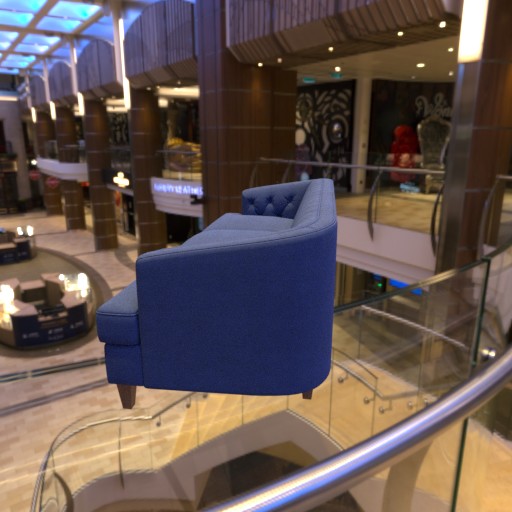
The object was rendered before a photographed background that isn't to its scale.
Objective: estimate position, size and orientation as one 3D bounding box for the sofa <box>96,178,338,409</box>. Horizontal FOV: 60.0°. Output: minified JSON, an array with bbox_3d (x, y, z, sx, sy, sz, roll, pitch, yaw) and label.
[{"bbox_3d":[0.000,0.000,2.696,0.914,0.787,2.235,2,15,9],"label":"sofa"}]
